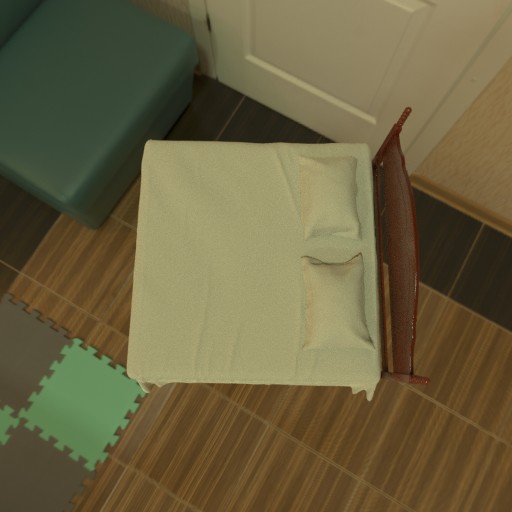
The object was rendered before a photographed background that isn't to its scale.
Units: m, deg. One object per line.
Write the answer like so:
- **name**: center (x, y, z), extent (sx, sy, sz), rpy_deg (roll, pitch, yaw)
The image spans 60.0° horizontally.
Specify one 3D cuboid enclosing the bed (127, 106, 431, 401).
- **bed**: center (0.000, 0.000, 3.590), extent (2.219, 1.355, 2.322), rpy_deg (1, 77, 0)
